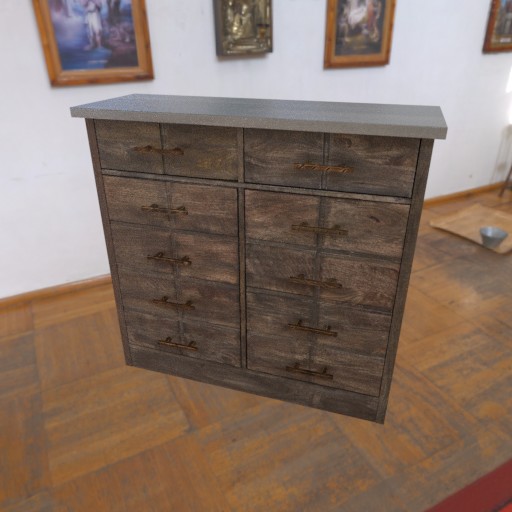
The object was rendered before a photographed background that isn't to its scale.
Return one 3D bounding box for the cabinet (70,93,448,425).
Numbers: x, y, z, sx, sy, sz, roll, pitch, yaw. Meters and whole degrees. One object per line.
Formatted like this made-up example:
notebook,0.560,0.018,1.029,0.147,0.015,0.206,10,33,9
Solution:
cabinet,0.000,0.000,1.426,0.968,0.919,0.338,8,28,16
